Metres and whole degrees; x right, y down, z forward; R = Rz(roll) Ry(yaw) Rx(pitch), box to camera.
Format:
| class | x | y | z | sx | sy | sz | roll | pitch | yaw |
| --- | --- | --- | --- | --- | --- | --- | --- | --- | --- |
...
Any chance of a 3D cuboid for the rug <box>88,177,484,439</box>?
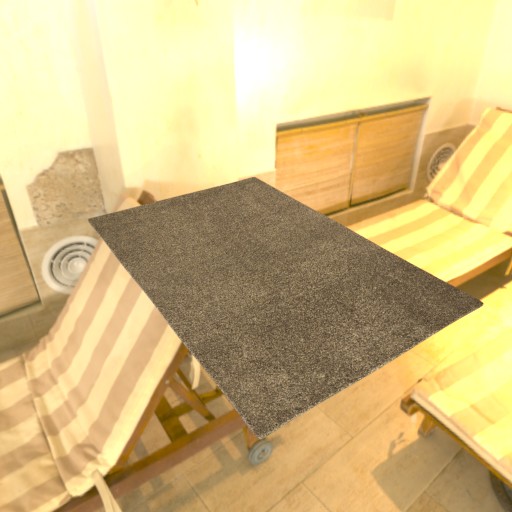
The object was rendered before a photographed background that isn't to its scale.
| class | x | y | z | sx | sy | sz | roll | pitch | yaw |
| --- | --- | --- | --- | --- | --- | --- | --- | --- | --- |
| rug | 0.000 | 0.000 | 3.436 | 1.802 | 0.026 | 2.699 | -20 | 37 | -29 |
